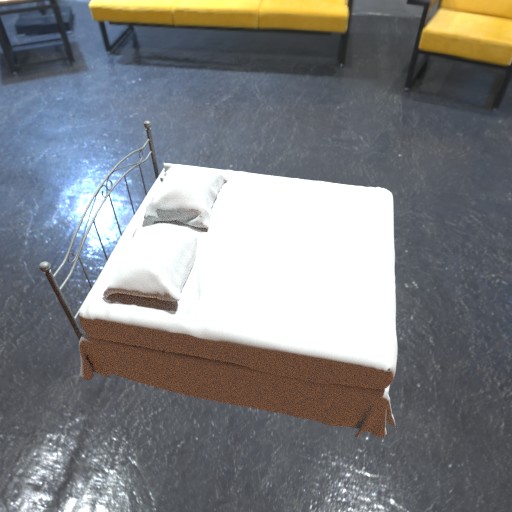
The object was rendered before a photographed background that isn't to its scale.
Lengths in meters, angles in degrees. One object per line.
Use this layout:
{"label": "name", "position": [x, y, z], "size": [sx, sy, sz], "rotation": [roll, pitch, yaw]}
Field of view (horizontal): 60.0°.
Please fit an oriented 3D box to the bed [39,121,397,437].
{"label": "bed", "position": [0.000, 0.000, 3.265], "size": [2.215, 1.080, 1.936], "rotation": [8, 47, 8]}
